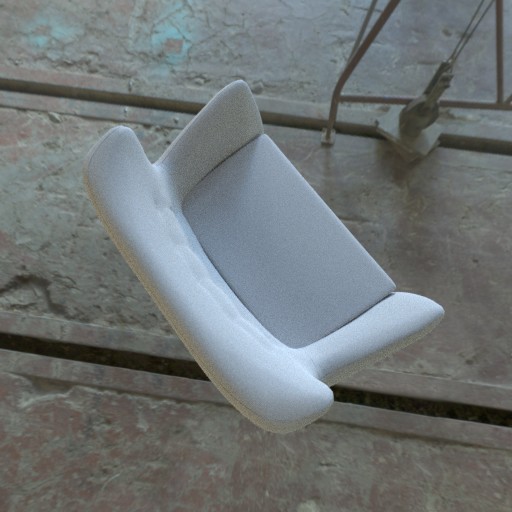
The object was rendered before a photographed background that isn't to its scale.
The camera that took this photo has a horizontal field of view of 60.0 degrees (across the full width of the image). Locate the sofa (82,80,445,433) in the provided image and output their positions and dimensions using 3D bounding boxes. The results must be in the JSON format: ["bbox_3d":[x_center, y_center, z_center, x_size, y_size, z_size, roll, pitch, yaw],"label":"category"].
[{"bbox_3d":[0.000,0.000,2.029,0.921,0.878,1.424,-36,77,-10],"label":"sofa"}]
